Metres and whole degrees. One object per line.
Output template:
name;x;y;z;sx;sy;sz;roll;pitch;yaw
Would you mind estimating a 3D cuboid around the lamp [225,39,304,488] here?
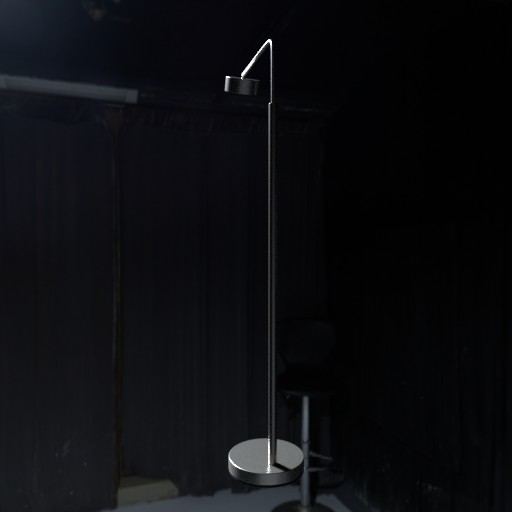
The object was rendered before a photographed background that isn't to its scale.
lamp;0.000;0.000;1.393;0.222;1.250;0.421;0;1;-18
